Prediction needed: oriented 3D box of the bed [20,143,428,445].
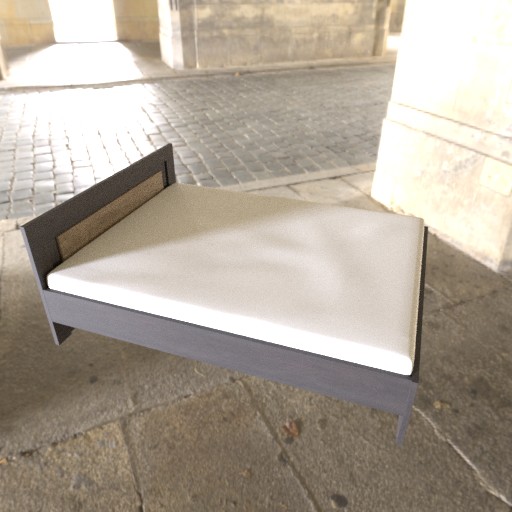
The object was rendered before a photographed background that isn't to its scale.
[{"bbox_3d":[0.000,0.000,2.871,2.073,0.823,1.585,11,33,17],"label":"bed"}]
